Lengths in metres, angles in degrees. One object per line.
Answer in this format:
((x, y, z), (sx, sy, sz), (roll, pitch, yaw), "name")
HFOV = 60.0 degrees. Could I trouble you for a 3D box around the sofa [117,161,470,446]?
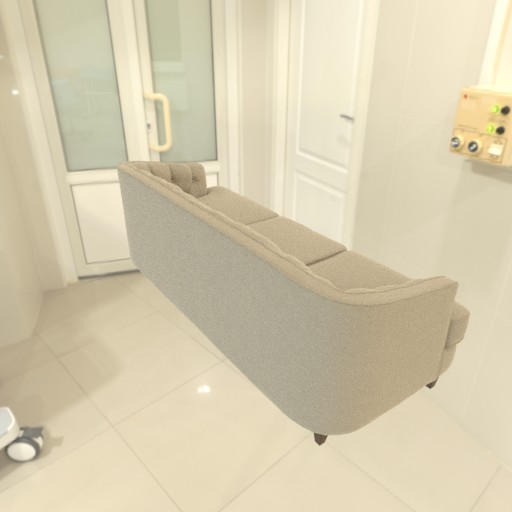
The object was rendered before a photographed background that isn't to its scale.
((0.000, 0.000, 2.682), (0.941, 0.855, 2.278), (-19, 33, -31), "sofa")
